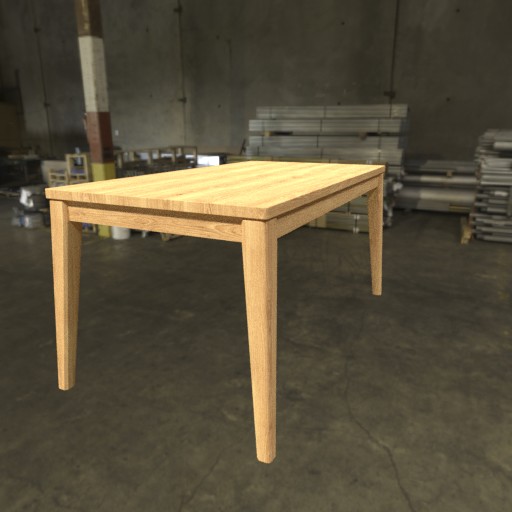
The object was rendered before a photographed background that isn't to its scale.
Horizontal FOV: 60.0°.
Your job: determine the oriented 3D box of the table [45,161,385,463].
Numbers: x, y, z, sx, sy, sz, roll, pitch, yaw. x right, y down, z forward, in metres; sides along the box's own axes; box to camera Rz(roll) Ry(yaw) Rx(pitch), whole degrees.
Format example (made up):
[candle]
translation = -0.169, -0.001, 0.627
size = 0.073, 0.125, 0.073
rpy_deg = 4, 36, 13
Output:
[table]
translation = 0.000, 0.000, 2.089
size = 0.900, 0.760, 1.600
rpy_deg = 8, 18, 26
